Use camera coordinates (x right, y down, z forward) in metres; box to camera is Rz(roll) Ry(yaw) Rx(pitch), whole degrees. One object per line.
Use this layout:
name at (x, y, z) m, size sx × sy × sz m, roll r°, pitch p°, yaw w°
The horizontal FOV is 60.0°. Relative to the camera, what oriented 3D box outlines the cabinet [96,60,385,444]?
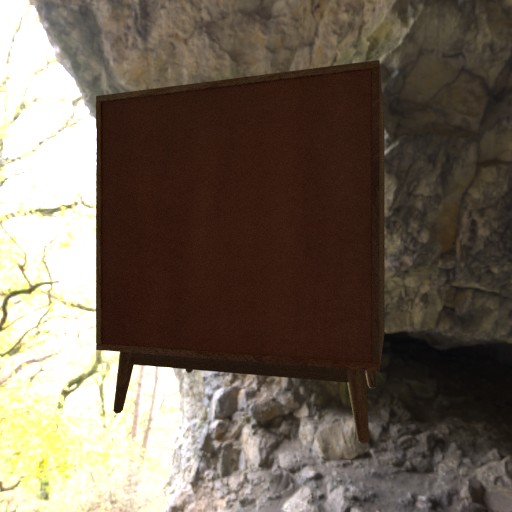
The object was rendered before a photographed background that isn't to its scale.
cabinet at (0.000, 0.000, 1.177) m, size 0.647 × 0.758 × 0.473 m, roll 0°, pitch 0°, yaw 17°
